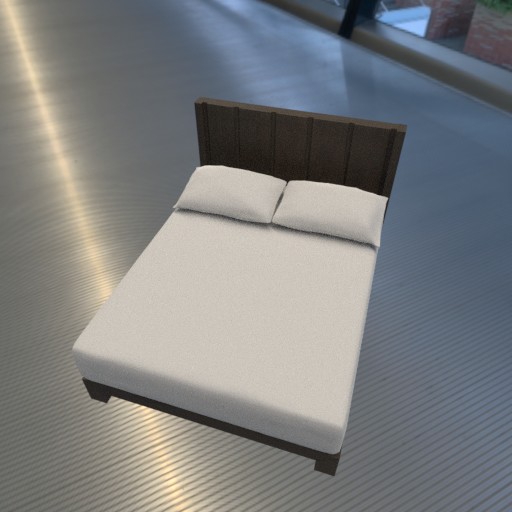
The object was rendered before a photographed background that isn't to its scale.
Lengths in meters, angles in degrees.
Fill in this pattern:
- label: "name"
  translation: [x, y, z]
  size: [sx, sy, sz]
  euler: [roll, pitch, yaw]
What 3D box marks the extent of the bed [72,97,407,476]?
- label: "bed"
  translation: [0.000, 0.000, 3.252]
  size: [1.727, 1.270, 2.242]
  euler: [12, 44, 13]
